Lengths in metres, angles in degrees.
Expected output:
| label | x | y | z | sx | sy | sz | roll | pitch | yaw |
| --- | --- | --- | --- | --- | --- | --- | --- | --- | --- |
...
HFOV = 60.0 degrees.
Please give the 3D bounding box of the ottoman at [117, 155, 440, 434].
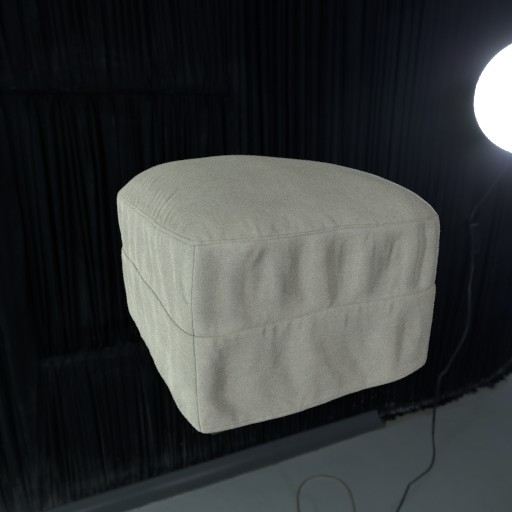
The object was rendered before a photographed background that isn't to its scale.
| label | x | y | z | sx | sy | sz | roll | pitch | yaw |
| --- | --- | --- | --- | --- | --- | --- | --- | --- | --- |
| ottoman | 0.000 | 0.000 | 1.109 | 0.584 | 0.480 | 0.712 | -8 | 20 | -24 |
